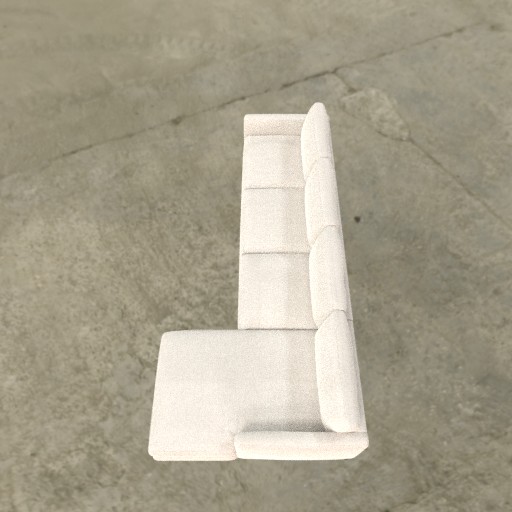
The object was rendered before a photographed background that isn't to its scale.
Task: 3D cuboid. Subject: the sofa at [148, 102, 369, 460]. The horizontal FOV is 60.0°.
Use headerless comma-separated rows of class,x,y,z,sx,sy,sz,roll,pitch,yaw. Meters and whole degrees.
sofa,0.000,0.000,2.934,1.126,0.677,2.445,0,57,0
